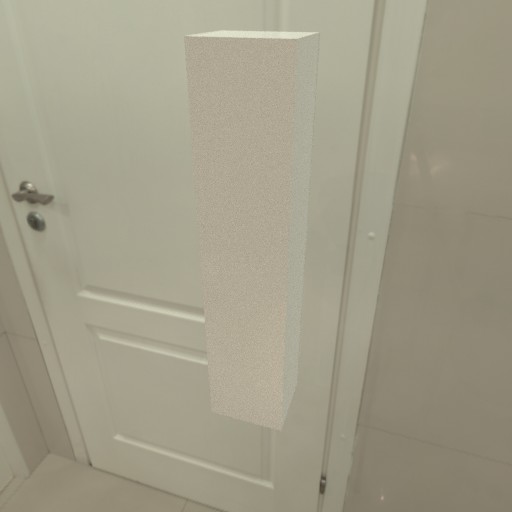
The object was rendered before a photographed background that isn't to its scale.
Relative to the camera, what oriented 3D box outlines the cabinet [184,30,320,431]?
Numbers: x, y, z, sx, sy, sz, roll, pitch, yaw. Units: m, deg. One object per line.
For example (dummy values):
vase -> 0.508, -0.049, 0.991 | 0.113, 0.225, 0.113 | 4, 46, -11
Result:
cabinet -> 0.000, 0.000, 1.560 | 0.300, 1.400, 0.270 | 10, 31, 16
